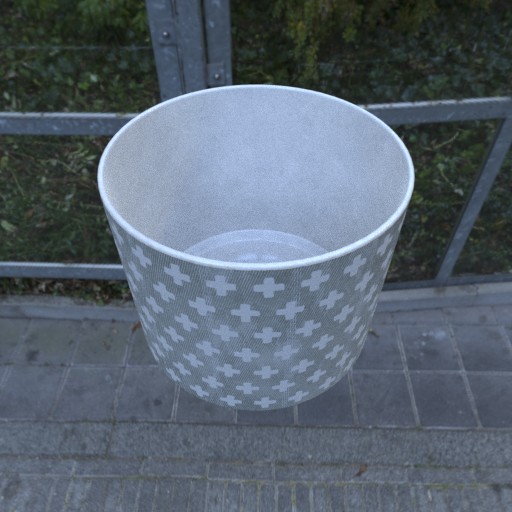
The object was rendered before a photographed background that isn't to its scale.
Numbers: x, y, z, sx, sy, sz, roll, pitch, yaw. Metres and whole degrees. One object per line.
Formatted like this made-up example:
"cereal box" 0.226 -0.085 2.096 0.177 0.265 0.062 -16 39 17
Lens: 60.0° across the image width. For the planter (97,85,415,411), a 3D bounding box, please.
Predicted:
"planter" 0.000 0.000 0.445 0.250 0.239 0.250 0 46 0
